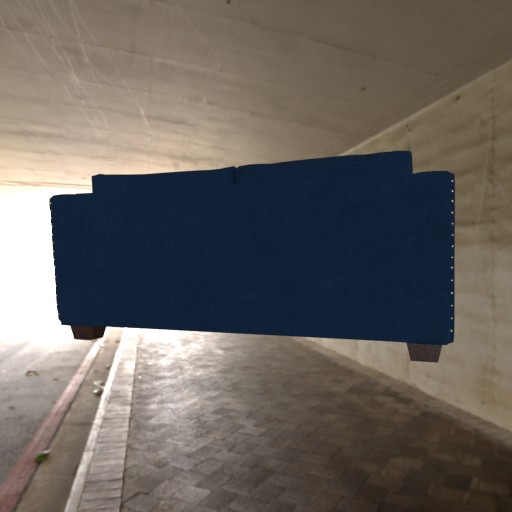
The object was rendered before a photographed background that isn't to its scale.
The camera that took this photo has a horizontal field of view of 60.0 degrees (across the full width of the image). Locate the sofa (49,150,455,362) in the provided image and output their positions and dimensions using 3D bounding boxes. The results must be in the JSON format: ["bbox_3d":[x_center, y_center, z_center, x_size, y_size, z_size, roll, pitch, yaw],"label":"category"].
[{"bbox_3d":[0.000,0.000,2.683,2.107,0.983,1.104,0,-1,18],"label":"sofa"}]
